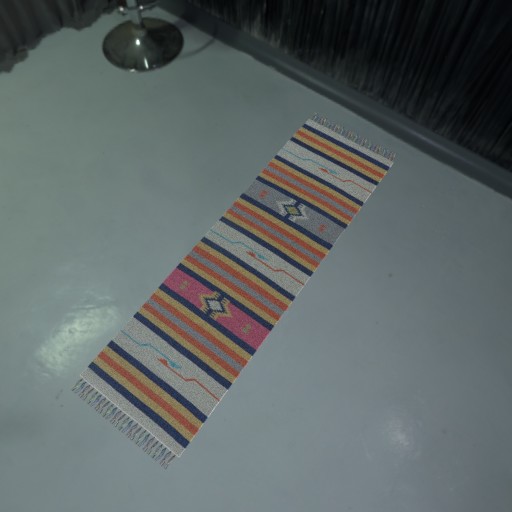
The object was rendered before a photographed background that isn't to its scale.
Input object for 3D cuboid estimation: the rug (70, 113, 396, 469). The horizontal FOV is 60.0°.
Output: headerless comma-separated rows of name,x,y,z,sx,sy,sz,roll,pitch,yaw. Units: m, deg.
rug,0.000,0.000,2.729,0.695,0.017,2.455,33,67,16
